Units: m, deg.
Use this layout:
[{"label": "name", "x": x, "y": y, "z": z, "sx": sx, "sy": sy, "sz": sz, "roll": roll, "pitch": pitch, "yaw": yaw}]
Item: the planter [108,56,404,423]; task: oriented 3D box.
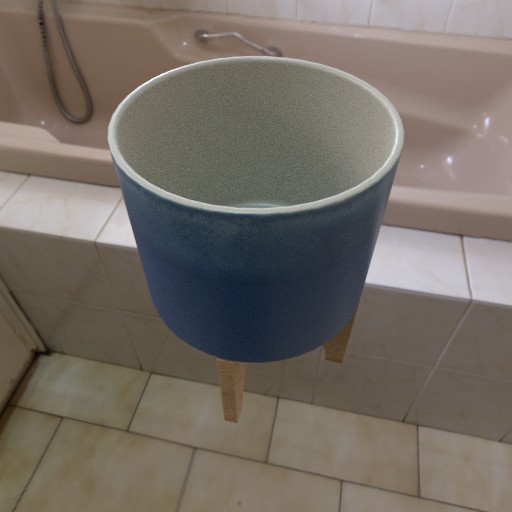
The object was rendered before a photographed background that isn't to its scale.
[{"label": "planter", "x": 0.000, "y": 0.000, "z": 0.533, "sx": 0.261, "sy": 0.367, "sz": 0.261, "roll": 0, "pitch": 47, "yaw": 0}]
